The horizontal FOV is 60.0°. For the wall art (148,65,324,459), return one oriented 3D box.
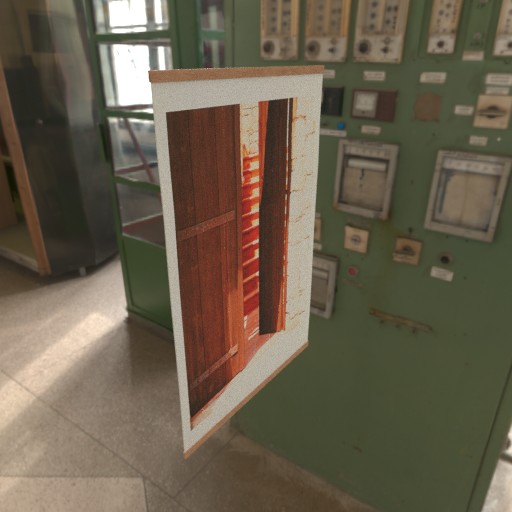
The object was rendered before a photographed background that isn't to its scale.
[{"bbox_3d":[0.000,0.000,1.946,0.019,1.527,1.019,17,29,33],"label":"wall art"}]
